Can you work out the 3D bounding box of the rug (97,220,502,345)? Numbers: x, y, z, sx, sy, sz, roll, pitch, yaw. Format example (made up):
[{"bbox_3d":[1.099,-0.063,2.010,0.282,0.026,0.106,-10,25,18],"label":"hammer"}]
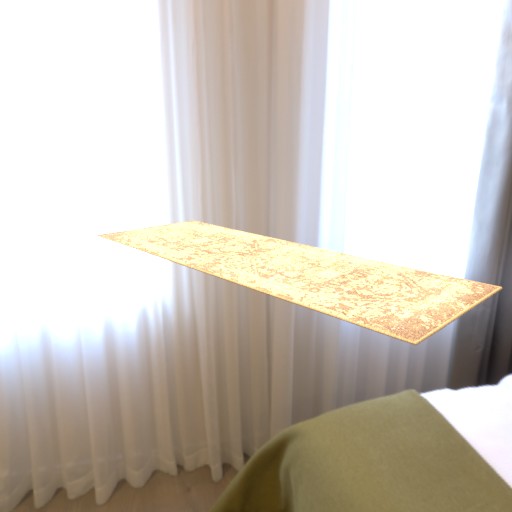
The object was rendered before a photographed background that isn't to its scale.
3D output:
[{"bbox_3d":[0.000,0.000,2.639,0.855,0.017,2.452,-14,20,-42],"label":"rug"}]
